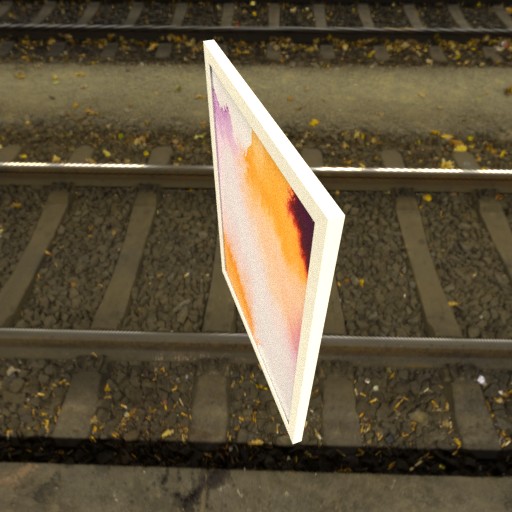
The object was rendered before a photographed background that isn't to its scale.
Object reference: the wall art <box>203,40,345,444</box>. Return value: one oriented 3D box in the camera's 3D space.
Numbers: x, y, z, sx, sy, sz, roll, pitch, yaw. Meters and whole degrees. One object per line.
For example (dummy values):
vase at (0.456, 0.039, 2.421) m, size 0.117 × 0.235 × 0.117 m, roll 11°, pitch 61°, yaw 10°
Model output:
wall art at (0.000, 0.000, 1.120) m, size 0.026 × 0.811 × 0.661 m, roll -15°, pitch 48°, yaw -13°
